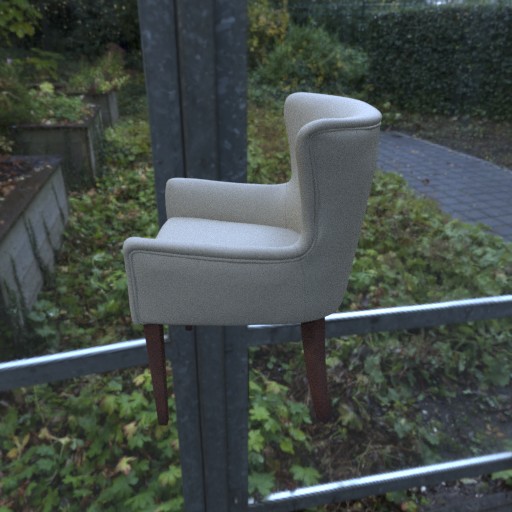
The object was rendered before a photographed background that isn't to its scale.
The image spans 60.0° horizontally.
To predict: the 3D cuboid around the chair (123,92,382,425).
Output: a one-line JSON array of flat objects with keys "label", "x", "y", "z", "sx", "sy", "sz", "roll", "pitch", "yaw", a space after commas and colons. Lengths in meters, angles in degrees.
[{"label": "chair", "x": 0.000, "y": 0.000, "z": 1.441, "sx": 0.686, "sy": 0.952, "sz": 0.660, "roll": 1, "pitch": 26, "yaw": 1}]
